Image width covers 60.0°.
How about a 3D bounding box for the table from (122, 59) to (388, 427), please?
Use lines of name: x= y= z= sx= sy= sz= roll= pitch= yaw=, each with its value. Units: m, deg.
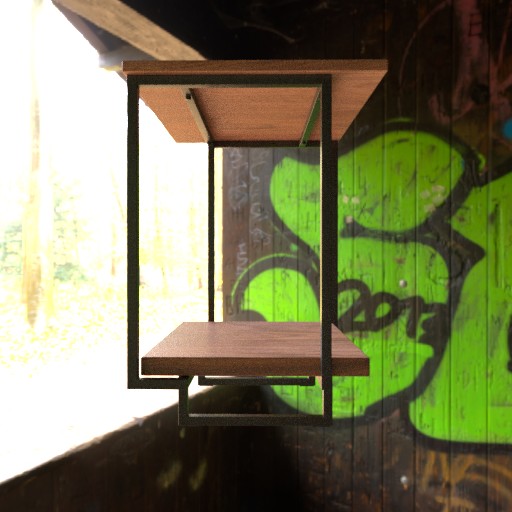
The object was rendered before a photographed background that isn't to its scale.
table: x=0.000 y=0.000 z=0.844 sx=0.384 sy=0.567 sz=0.411 roll=0 pitch=0 yaw=1
